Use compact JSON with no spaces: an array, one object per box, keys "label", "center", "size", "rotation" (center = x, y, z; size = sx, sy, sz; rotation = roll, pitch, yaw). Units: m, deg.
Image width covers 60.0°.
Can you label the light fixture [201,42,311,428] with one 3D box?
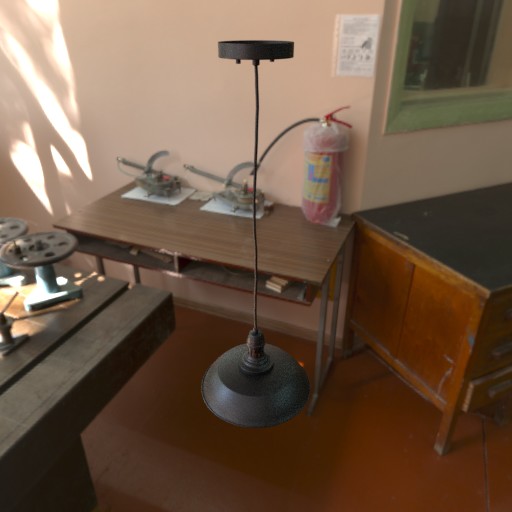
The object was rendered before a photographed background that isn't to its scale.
[{"label":"light fixture","center":[0.000,0.000,1.141],"size":[0.331,0.993,0.331],"rotation":[-17,33,-29]}]
